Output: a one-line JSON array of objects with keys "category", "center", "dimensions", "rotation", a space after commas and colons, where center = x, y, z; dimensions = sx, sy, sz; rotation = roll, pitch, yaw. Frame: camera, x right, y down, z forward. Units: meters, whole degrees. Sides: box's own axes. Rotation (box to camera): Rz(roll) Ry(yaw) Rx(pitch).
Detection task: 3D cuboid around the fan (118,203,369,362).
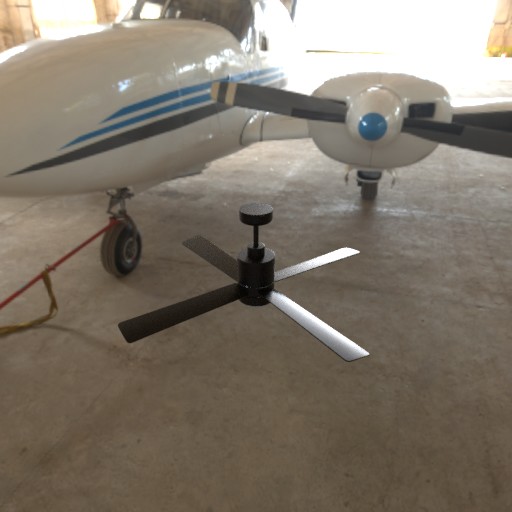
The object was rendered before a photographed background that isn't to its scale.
[{"category": "fan", "center": [0.000, 0.000, 2.364], "dimensions": [1.525, 0.534, 1.525], "rotation": [-17, 31, -31]}]
